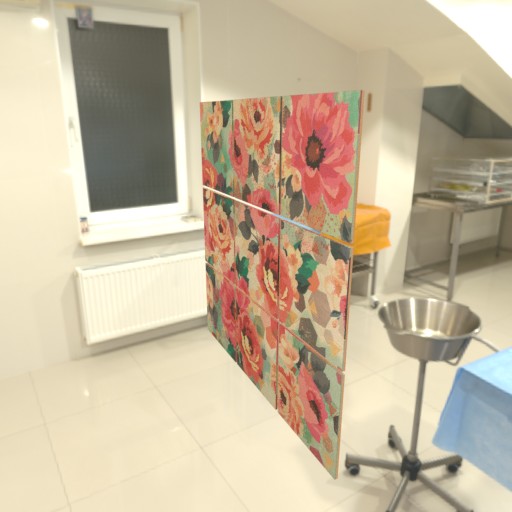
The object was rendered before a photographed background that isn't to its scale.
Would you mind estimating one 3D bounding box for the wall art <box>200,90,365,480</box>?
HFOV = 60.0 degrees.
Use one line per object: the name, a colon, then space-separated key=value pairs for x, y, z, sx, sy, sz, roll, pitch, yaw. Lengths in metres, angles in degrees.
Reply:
wall art: x=0.000 y=0.000 z=1.817 sx=0.013 sy=1.220 sz=1.216 roll=-8 pitch=19 yaw=-25
